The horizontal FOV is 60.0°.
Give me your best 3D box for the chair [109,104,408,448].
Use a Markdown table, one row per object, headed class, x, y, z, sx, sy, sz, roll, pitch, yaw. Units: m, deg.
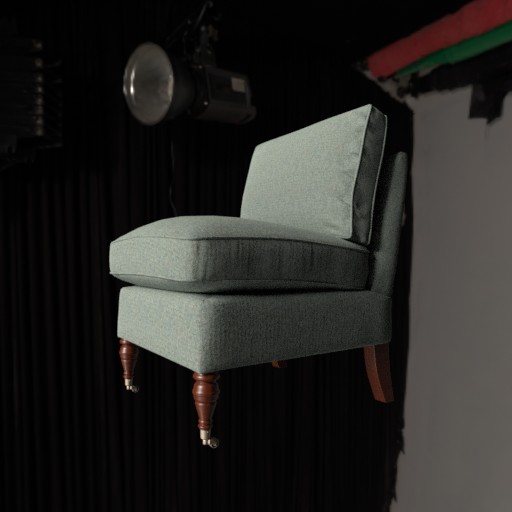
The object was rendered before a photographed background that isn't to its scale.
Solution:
| class | x | y | z | sx | sy | sz | roll | pitch | yaw |
| --- | --- | --- | --- | --- | --- | --- | --- | --- | --- |
| chair | 0.000 | 0.000 | 1.430 | 0.796 | 0.901 | 0.624 | 0 | 0 | -35 |
